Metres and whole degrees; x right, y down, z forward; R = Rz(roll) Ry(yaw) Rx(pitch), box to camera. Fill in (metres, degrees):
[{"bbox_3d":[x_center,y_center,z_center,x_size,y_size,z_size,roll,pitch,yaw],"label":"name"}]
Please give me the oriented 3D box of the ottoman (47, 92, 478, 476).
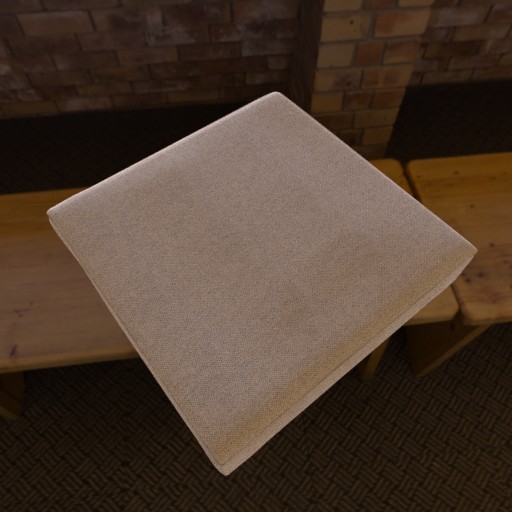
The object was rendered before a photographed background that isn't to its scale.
[{"bbox_3d":[0.000,0.000,1.508,0.982,0.381,0.973,-34,63,-20],"label":"ottoman"}]
